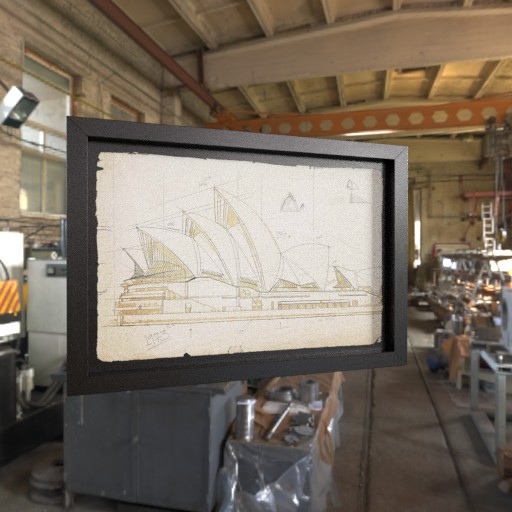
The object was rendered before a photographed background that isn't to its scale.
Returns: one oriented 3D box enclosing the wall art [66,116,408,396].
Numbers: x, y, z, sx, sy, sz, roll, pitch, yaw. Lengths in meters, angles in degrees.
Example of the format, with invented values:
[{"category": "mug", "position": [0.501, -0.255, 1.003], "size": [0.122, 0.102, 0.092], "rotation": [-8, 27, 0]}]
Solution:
[{"category": "wall art", "position": [0.000, 0.000, 0.836], "size": [0.657, 0.458, 0.027], "rotation": [0, 0, -18]}]
